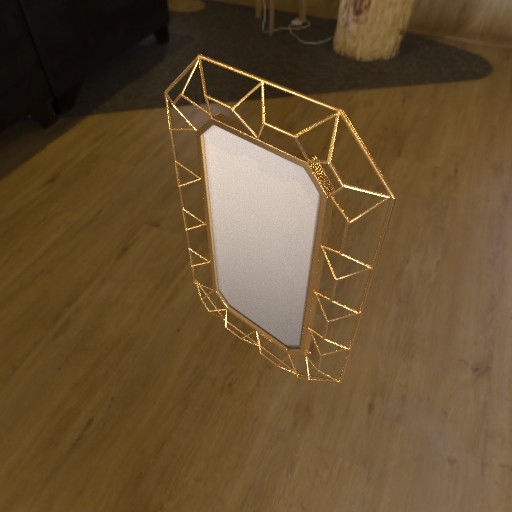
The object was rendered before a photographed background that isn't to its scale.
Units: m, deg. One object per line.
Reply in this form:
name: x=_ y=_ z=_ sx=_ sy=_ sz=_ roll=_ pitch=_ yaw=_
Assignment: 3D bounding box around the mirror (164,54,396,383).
mirror: x=0.000 y=0.000 z=1.079 sx=0.572 sy=0.870 sz=0.051 roll=32 pitch=54 yaw=26
